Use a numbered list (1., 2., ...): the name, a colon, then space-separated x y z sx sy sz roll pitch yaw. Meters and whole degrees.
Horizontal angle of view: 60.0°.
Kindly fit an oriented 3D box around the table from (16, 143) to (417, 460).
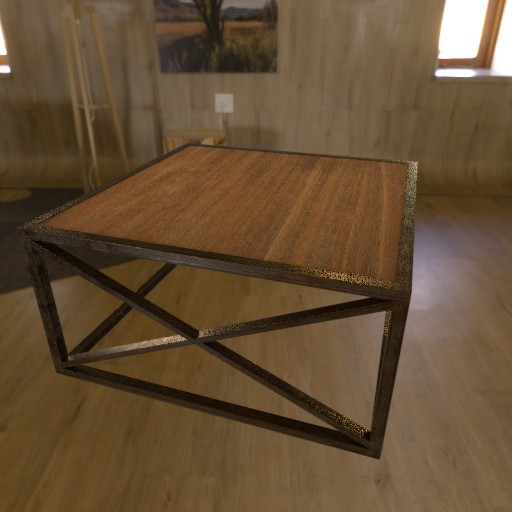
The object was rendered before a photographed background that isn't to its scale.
1. table: 0.000 0.000 1.414 0.899 0.451 0.909 9 29 16
